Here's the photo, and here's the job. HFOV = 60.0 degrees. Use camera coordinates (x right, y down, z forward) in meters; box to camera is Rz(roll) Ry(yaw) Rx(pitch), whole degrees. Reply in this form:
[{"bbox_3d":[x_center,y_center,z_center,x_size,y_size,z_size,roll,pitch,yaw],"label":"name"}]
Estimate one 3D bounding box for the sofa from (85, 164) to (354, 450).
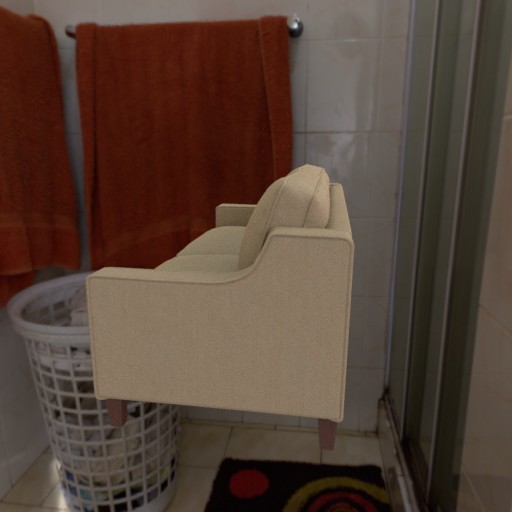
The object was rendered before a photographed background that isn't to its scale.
[{"bbox_3d":[0.000,0.000,2.750,1.066,1.071,2.178,2,14,9],"label":"sofa"}]
